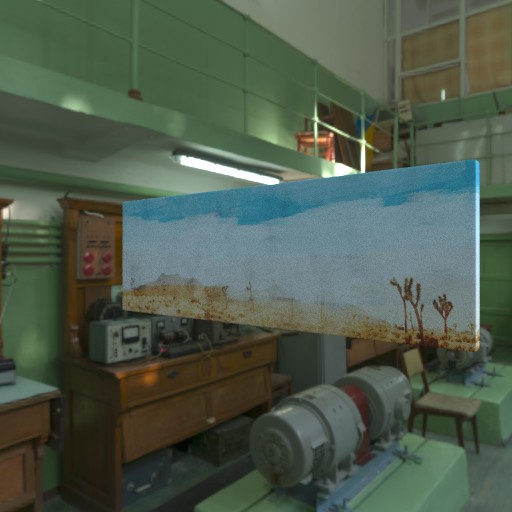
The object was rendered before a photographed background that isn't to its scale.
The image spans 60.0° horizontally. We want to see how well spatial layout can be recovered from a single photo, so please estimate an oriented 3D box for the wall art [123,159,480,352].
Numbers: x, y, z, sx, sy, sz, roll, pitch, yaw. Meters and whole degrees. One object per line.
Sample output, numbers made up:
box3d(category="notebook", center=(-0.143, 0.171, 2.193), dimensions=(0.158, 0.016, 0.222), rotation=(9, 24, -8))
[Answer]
box3d(category="wall art", center=(0.000, 0.000, 0.829), dimensions=(0.759, 0.254, 0.044), rotation=(0, 0, 37))
